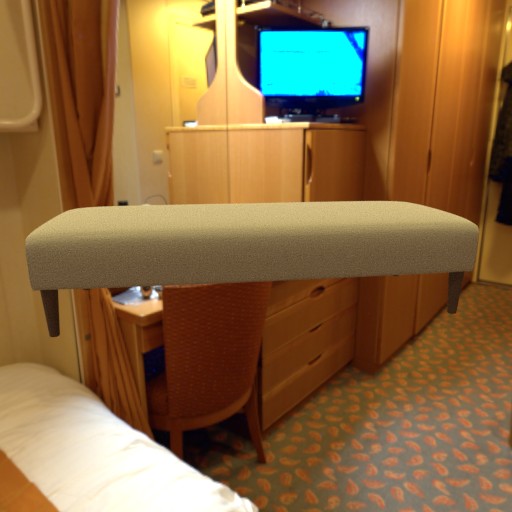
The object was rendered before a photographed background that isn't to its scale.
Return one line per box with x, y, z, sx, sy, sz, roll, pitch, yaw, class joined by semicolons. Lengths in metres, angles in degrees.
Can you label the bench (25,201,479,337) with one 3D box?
0.000;0.000;1.866;1.609;0.393;0.646;-2;15;-8;bench
